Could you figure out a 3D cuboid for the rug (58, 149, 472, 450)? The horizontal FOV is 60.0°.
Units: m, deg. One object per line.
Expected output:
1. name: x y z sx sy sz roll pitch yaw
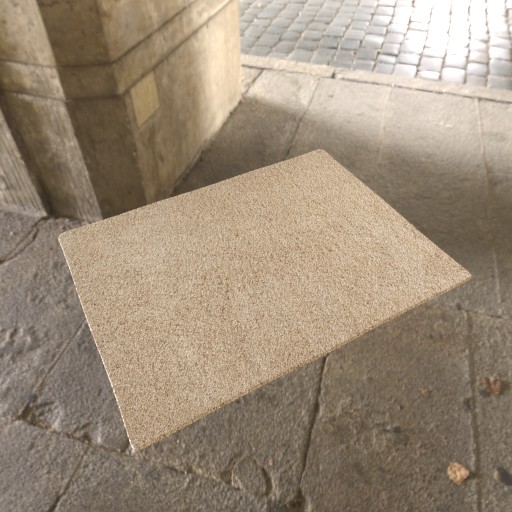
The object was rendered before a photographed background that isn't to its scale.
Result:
1. rug: 0.000 0.000 2.115 1.600 0.025 1.199 -22 50 -20
